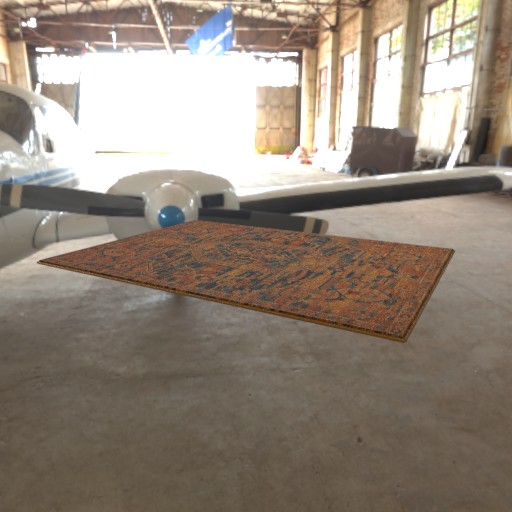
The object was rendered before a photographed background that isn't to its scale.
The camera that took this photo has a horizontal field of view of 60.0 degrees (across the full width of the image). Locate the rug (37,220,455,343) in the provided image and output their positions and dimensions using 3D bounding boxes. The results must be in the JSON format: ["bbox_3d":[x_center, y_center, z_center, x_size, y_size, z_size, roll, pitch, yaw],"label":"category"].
[{"bbox_3d":[0.000,0.000,2.860,2.204,0.024,1.588,8,17,29],"label":"rug"}]
